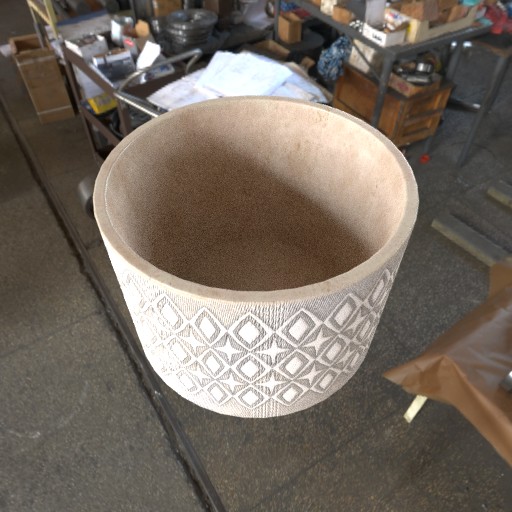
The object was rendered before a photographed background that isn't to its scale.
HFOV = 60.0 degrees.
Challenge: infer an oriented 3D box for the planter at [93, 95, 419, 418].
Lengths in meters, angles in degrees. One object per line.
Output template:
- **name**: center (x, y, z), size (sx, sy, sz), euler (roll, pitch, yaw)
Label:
- **planter**: center (0.000, 0.000, 0.276), size (0.164, 0.127, 0.164), euler (0, 48, 0)
